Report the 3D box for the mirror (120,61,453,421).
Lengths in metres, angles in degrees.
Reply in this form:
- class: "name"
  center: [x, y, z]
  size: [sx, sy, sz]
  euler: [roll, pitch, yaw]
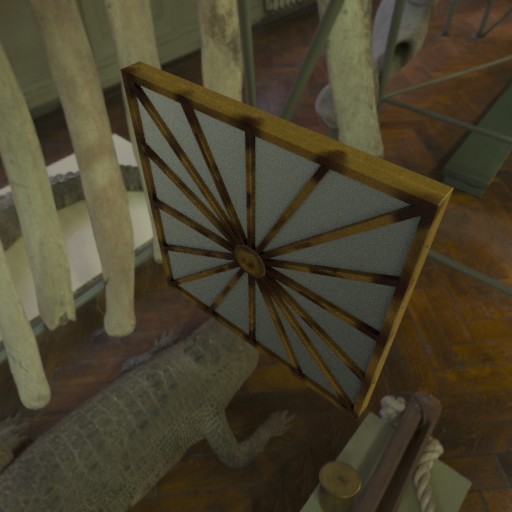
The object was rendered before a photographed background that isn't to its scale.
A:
- class: "mirror"
  center: [0.000, 0.000, 0.751]
  size: [0.509, 0.507, 0.042]
  euler: [31, 53, 26]
